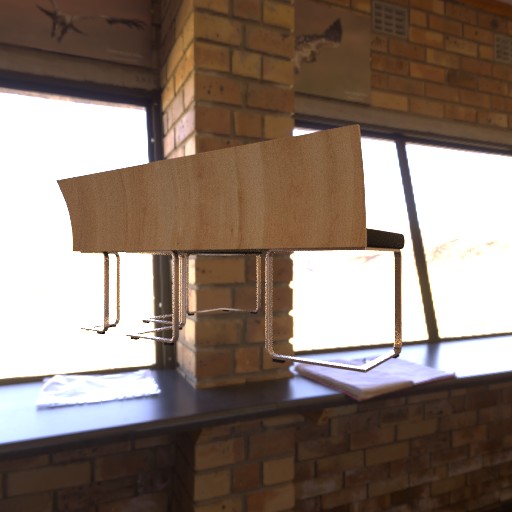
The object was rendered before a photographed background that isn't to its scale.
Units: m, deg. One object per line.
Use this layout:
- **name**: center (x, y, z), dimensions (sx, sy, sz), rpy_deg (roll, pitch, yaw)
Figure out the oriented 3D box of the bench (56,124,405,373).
- **bench**: center (0.000, 0.000, 2.758), dimensions (1.945, 0.930, 1.495), rpy_deg (0, -1, 35)
